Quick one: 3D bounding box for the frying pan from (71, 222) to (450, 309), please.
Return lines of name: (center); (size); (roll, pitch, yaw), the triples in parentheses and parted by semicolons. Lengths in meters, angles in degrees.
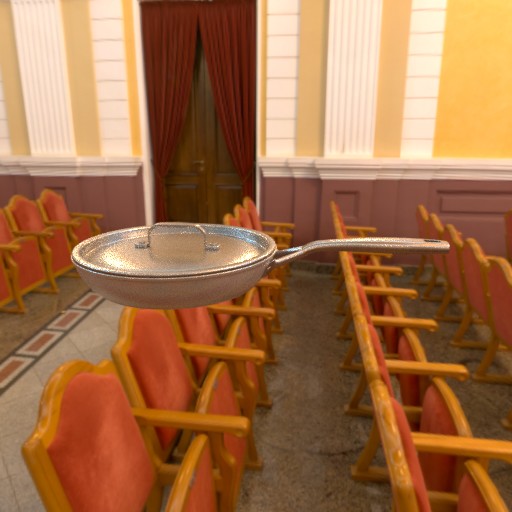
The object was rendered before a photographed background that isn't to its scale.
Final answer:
frying pan: (0.000, 0.000, 0.598); (0.490, 0.086, 0.272); (2, 16, 7)
